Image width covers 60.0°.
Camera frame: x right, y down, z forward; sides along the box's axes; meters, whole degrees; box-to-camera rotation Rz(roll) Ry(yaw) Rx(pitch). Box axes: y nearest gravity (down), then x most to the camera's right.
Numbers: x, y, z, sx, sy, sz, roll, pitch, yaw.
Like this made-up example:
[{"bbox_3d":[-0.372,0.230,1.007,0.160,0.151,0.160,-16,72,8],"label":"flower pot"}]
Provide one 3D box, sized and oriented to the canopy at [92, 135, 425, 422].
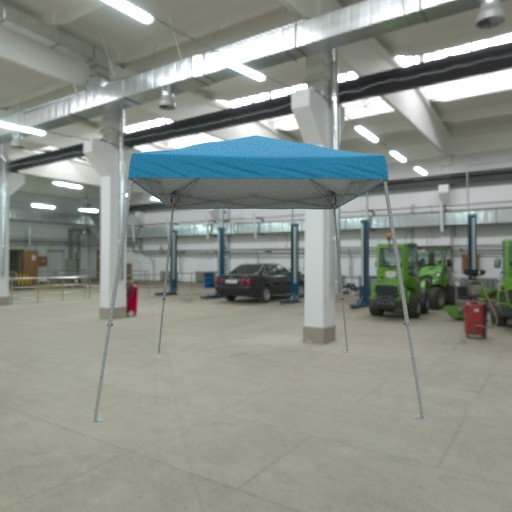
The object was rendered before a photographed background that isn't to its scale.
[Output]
[{"bbox_3d":[0.000,0.000,5.232,2.850,2.850,2.849,0,-1,-1],"label":"canopy"}]
